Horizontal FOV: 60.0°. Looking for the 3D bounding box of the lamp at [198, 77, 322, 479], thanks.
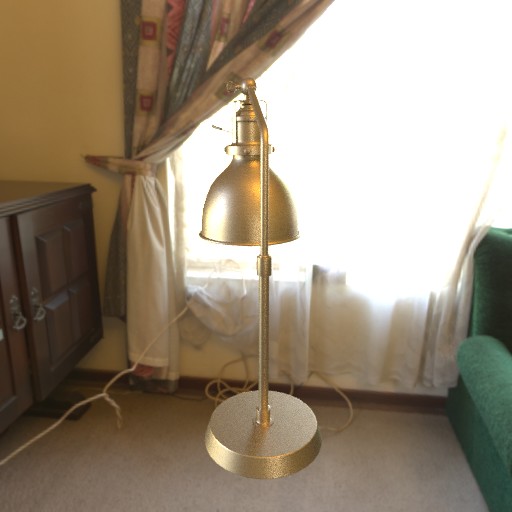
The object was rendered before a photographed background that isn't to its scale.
[{"bbox_3d":[0.000,0.000,0.587,0.153,0.456,0.286,-2,16,-8],"label":"lamp"}]
